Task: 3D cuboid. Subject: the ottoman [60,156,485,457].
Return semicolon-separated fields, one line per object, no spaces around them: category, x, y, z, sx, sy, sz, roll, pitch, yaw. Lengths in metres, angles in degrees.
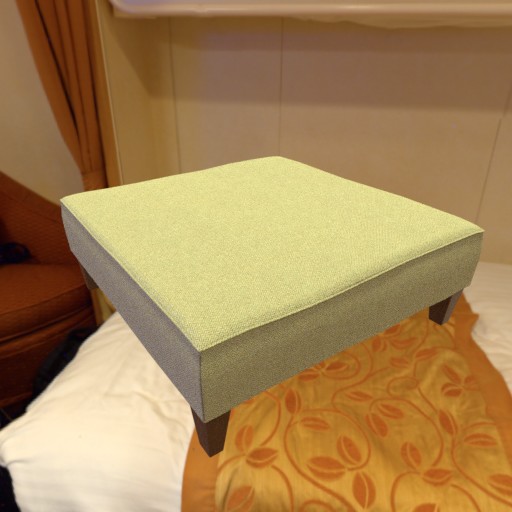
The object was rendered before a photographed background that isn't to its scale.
ottoman;0.000;0.000;1.482;0.968;0.379;1.004;-18;32;-31
